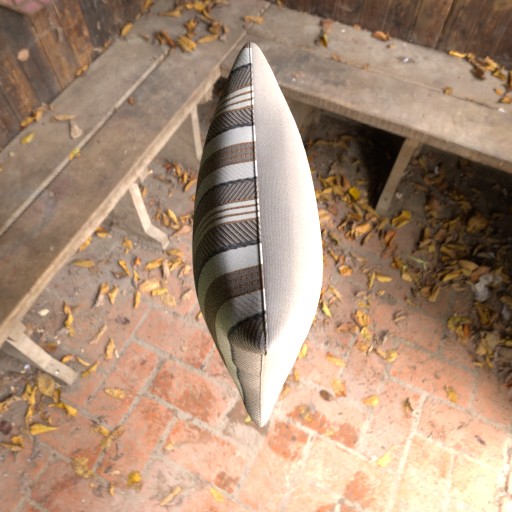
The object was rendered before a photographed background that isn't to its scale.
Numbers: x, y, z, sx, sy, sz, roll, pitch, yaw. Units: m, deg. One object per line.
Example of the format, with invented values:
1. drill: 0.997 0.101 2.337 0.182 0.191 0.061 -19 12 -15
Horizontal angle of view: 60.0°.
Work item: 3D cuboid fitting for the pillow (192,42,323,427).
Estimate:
1. pillow: 0.000 0.000 0.642 0.173 0.401 0.416 -2 60 -1
